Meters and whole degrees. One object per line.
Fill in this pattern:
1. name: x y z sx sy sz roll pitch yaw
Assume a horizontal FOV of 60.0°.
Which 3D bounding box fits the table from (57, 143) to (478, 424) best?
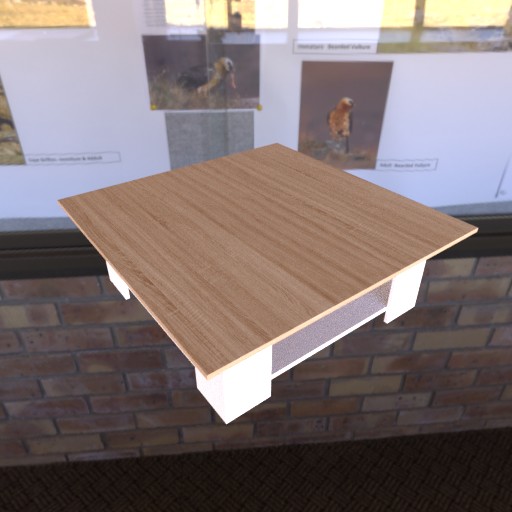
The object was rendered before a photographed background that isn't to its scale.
1. table: 0.000 0.000 1.399 0.890 0.305 0.890 -22 39 -30
